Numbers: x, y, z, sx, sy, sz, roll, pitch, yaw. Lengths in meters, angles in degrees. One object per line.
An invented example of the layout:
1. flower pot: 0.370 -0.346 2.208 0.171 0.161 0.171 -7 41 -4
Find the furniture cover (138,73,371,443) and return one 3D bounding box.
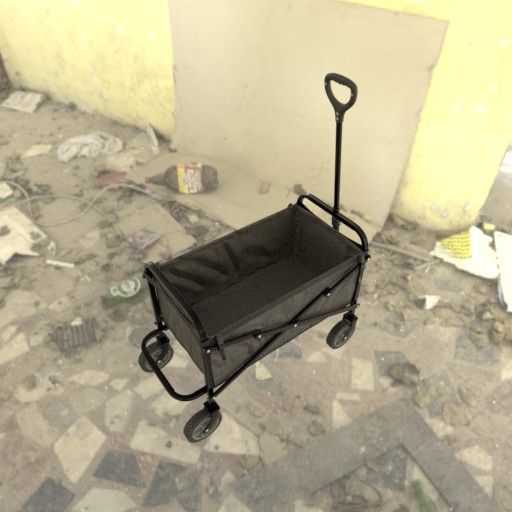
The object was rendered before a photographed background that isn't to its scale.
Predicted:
1. furniture cover: 0.000 0.000 1.811 1.038 1.295 0.532 -26 48 -27
